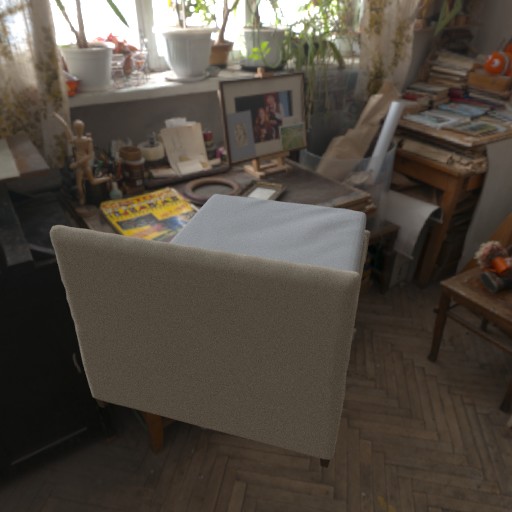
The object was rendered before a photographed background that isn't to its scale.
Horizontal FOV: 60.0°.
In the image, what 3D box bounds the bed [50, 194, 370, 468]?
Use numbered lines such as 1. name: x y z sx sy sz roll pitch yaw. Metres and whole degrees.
1. bed: 0.000 0.000 3.530 1.698 1.427 2.387 9 33 14
